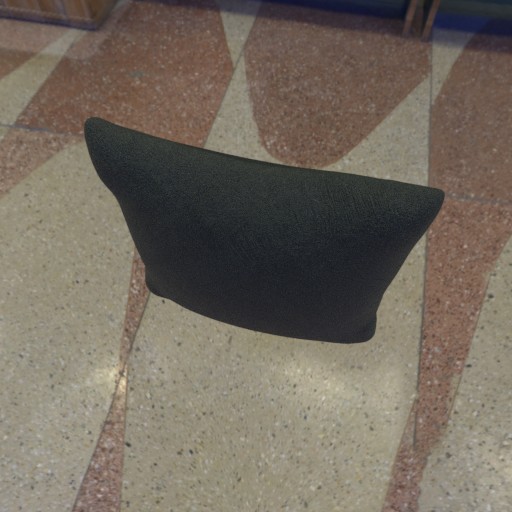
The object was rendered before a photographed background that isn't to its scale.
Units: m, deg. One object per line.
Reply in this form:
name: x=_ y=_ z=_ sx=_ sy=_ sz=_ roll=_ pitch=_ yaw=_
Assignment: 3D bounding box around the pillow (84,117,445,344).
pillow: x=0.000 y=0.000 z=0.818 sx=0.533 sy=0.523 sz=0.210 roll=12 pitch=59 yaw=7
